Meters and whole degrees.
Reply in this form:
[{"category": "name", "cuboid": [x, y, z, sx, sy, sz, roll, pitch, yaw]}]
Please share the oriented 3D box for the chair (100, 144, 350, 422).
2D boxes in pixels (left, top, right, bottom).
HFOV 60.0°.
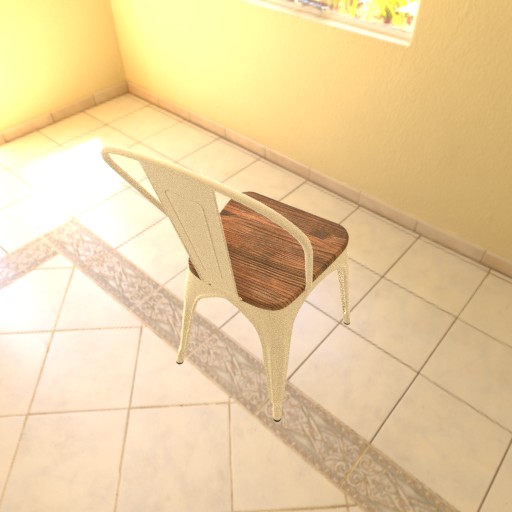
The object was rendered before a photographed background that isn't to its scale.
[{"category": "chair", "cuboid": [0.000, 0.000, 1.155, 0.452, 0.851, 0.521, 24, 50, 22]}]
